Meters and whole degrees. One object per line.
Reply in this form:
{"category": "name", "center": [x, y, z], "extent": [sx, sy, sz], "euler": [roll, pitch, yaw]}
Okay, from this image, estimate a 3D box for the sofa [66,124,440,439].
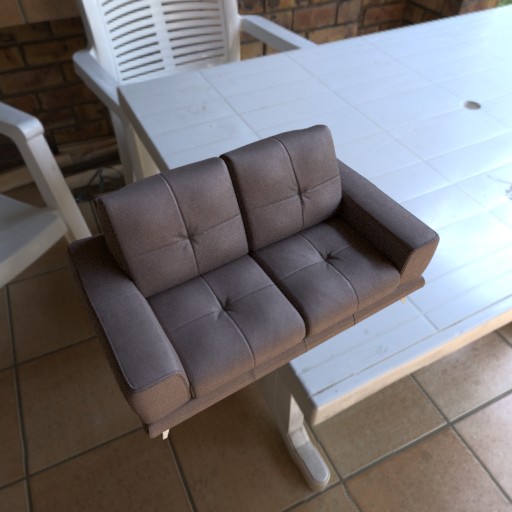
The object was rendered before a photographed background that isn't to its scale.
{"category": "sofa", "center": [0.000, 0.000, 2.421], "extent": [1.806, 0.907, 1.018], "euler": [-24, 50, -21]}
